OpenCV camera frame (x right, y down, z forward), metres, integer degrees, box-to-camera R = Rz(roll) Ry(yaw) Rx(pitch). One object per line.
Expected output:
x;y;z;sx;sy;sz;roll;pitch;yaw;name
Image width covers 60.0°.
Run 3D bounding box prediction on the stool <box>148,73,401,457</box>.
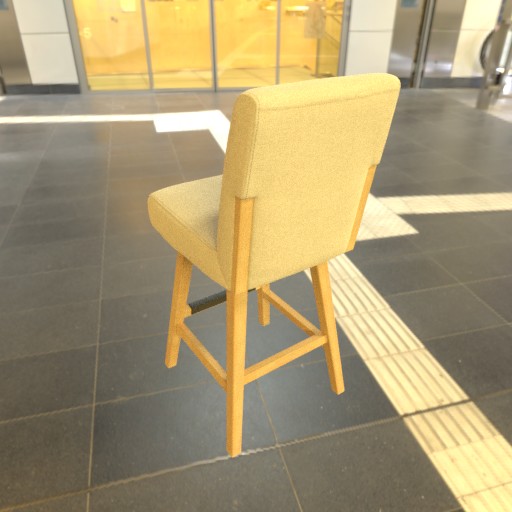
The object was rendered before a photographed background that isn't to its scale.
0.000;0.000;1.273;0.446;1.015;0.543;-19;35;-29;stool
